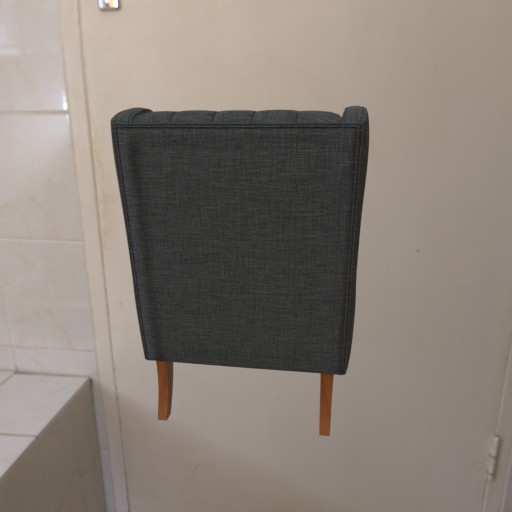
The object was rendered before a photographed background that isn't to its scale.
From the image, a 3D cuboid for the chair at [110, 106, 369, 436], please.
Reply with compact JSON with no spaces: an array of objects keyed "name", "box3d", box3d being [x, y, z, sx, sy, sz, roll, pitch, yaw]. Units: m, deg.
[{"name":"chair","box3d":[0.000,0.000,1.525,0.711,0.953,0.775,2,16,8]}]
